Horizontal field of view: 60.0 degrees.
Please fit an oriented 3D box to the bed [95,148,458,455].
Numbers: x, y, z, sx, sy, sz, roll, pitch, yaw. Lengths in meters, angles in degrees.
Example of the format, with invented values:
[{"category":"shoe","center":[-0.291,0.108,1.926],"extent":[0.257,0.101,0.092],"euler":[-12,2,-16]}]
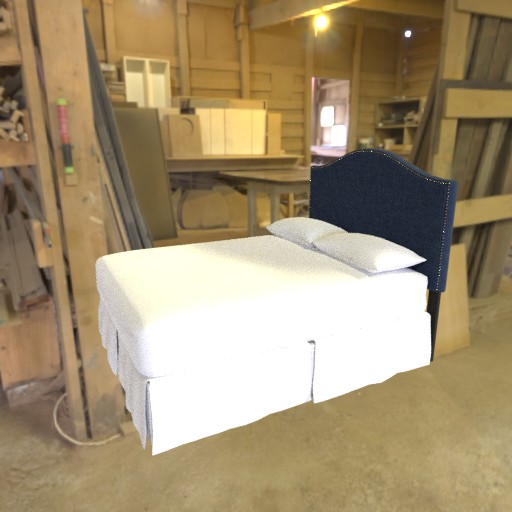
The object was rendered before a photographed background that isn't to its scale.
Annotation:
[{"category":"bed","center":[0.000,0.000,3.273],"extent":[2.153,1.518,1.713],"euler":[-8,17,-26]}]
